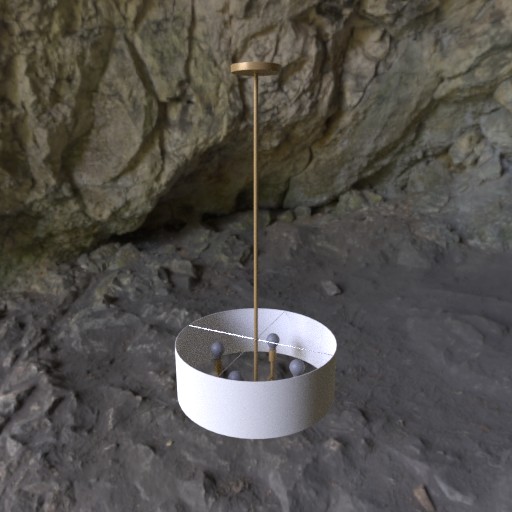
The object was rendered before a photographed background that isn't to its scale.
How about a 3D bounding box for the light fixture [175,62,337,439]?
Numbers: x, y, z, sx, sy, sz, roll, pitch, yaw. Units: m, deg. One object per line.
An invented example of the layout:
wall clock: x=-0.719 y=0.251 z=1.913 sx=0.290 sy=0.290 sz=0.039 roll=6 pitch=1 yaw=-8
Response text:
light fixture: x=0.000 y=0.000 z=1.339 sx=0.508 sy=1.067 sz=0.508 roll=0 pitch=16 yaw=0
